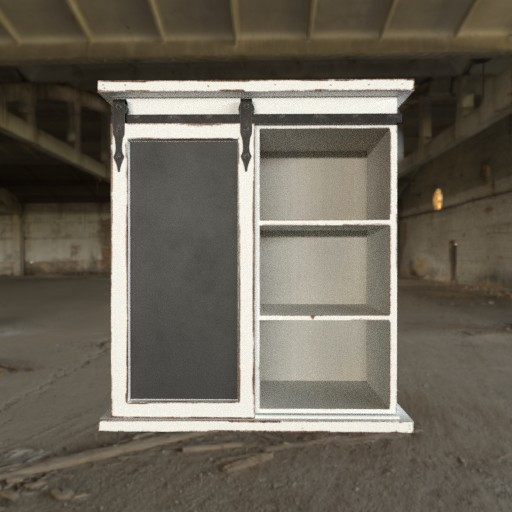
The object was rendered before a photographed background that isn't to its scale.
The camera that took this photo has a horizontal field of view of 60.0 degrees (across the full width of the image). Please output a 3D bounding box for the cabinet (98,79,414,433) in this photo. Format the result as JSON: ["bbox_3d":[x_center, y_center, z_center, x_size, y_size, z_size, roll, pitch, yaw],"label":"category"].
[{"bbox_3d":[0.000,0.000,0.863,0.541,0.603,0.210,0,0,1],"label":"cabinet"}]
